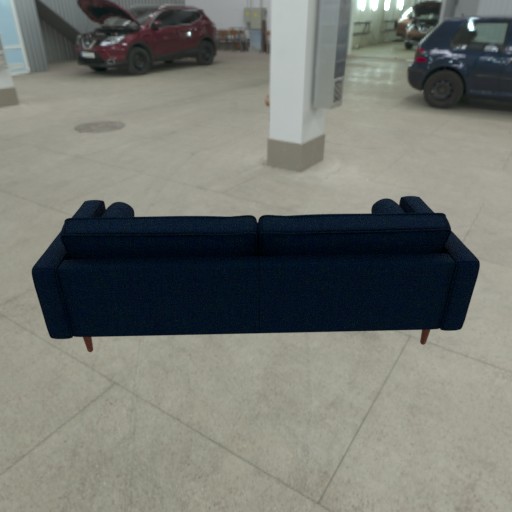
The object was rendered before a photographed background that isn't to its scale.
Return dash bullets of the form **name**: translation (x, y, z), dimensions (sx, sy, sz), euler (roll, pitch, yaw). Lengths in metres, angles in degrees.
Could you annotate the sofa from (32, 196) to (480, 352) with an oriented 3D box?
- **sofa**: translation (0.000, 0.000, 2.637), dimensions (2.210, 0.762, 0.914), euler (-1, 29, -2)
